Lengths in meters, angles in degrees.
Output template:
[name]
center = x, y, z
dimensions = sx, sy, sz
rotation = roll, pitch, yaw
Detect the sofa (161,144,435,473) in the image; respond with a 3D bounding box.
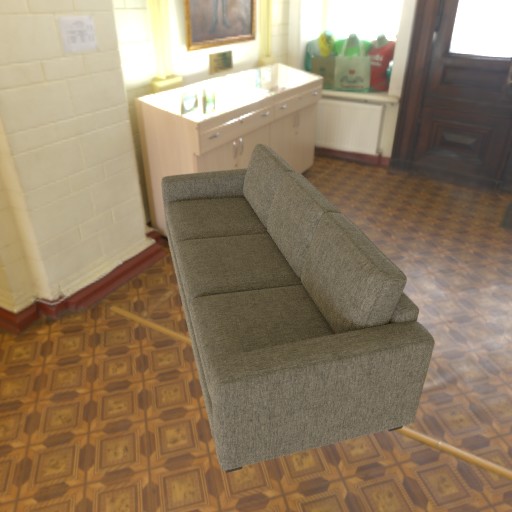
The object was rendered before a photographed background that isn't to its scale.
[sofa]
center = 0.000, 0.000, 2.609
dimensions = 0.900, 0.800, 2.160
rotation = -8, 31, -13
